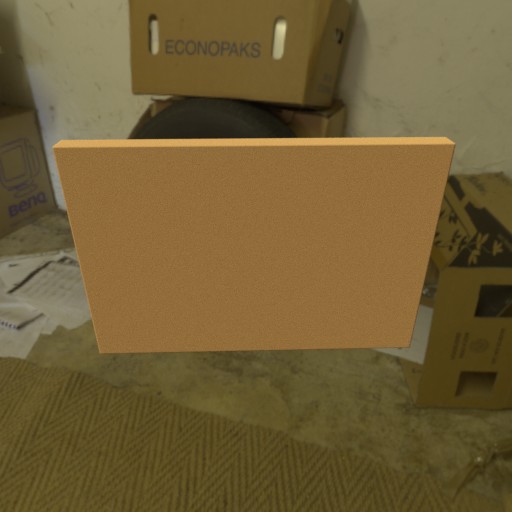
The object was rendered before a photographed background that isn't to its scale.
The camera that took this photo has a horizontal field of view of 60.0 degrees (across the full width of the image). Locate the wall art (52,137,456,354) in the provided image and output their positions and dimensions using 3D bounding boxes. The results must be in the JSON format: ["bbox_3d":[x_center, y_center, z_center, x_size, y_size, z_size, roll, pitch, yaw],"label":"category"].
[{"bbox_3d":[0.000,0.000,0.788,0.609,0.407,0.039,-1,30,-1],"label":"wall art"}]
